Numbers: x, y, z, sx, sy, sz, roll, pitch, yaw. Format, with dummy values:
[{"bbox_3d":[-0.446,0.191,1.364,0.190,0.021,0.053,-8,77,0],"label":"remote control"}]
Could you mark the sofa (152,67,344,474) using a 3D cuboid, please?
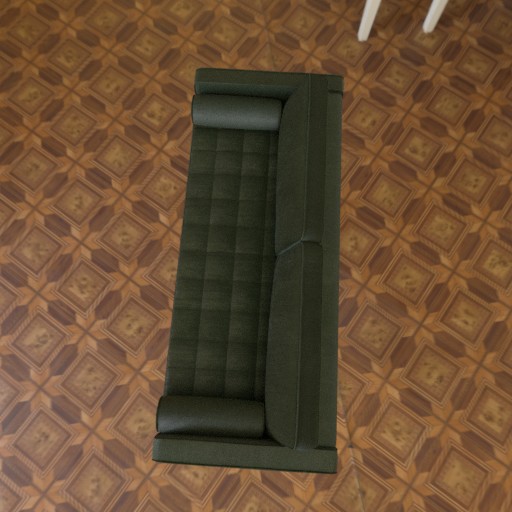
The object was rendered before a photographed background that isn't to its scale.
[{"bbox_3d":[0.000,0.000,2.554,0.918,0.769,2.199,4,76,1],"label":"sofa"}]
